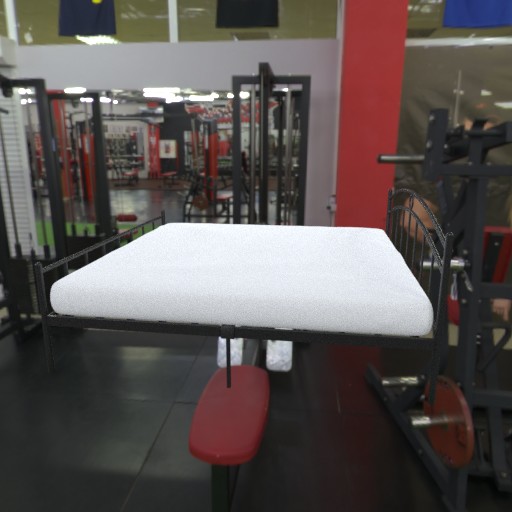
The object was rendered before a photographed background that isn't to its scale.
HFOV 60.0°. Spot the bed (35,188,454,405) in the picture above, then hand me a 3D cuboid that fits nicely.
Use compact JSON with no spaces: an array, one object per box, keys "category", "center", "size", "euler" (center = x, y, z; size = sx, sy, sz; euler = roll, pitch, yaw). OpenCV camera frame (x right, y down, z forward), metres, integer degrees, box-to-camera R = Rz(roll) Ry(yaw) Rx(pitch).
[{"category":"bed","center":[0.000,0.000,3.076],"size":[2.040,0.940,1.880],"euler":[2,15,8]}]
